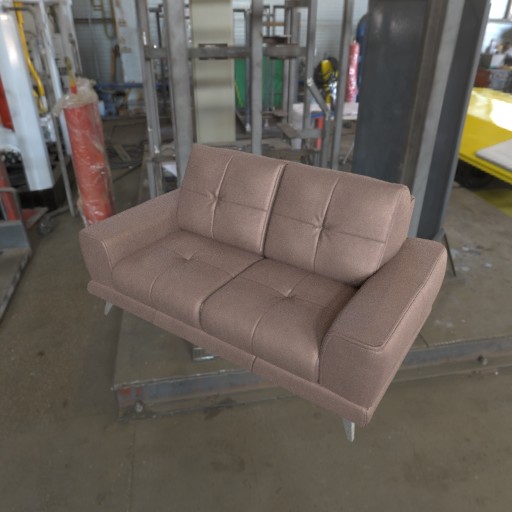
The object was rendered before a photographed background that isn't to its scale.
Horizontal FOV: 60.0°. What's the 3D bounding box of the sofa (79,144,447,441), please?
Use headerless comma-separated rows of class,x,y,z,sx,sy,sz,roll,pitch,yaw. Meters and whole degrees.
sofa,0.000,0.000,2.431,1.806,0.907,1.018,18,34,29
